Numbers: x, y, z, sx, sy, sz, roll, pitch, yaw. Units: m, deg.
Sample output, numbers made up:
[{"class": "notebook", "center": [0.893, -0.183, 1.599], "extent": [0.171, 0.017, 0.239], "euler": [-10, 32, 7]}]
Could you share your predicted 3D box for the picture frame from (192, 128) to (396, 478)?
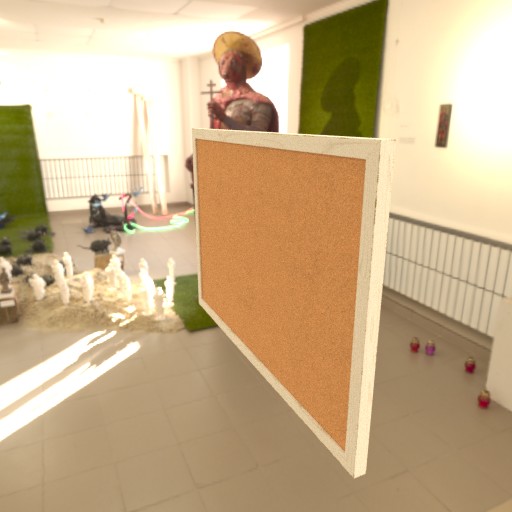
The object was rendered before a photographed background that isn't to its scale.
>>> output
[{"class": "picture frame", "center": [0.000, 0.000, 1.186], "extent": [0.029, 0.640, 0.950], "euler": [-8, 19, -24]}]
